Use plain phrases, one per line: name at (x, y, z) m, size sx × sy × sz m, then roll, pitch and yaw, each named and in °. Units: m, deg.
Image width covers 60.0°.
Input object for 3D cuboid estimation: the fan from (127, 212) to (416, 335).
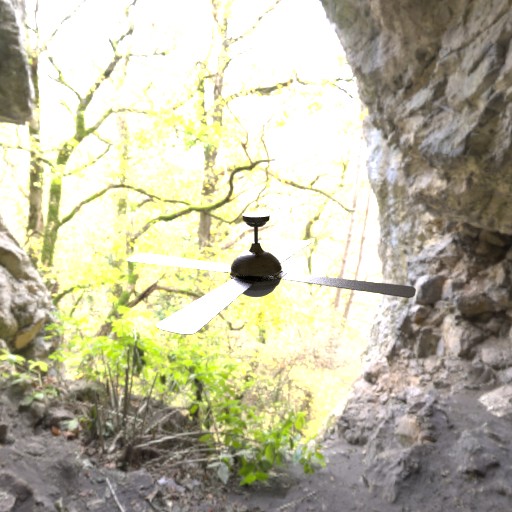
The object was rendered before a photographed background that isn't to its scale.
fan at (0.000, 0.000, 2.008) m, size 1.321 × 0.381 × 1.321 m, roll 14°, pitch 21°, yaw 42°
